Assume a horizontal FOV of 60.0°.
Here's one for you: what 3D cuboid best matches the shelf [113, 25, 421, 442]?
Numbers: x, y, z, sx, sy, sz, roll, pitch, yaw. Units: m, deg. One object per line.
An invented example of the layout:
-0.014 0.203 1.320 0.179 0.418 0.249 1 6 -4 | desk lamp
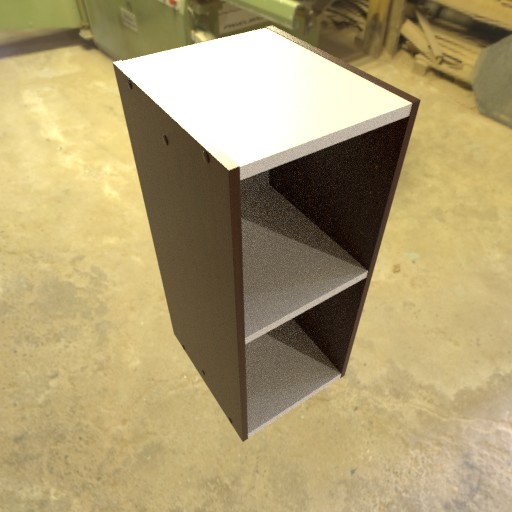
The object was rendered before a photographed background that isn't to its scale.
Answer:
0.000 0.000 0.745 0.253 0.600 0.290 -25 50 -23 | shelf
